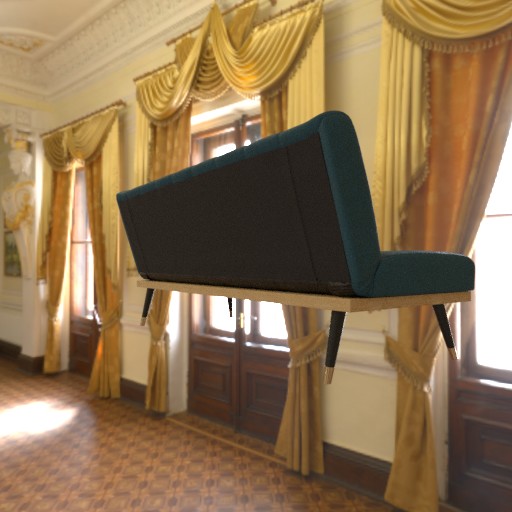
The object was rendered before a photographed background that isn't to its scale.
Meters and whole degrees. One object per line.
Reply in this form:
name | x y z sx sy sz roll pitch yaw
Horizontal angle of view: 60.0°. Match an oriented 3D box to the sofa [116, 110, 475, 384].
sofa | 0.000 0.000 2.202 0.830 0.825 1.810 1 -1 -35
